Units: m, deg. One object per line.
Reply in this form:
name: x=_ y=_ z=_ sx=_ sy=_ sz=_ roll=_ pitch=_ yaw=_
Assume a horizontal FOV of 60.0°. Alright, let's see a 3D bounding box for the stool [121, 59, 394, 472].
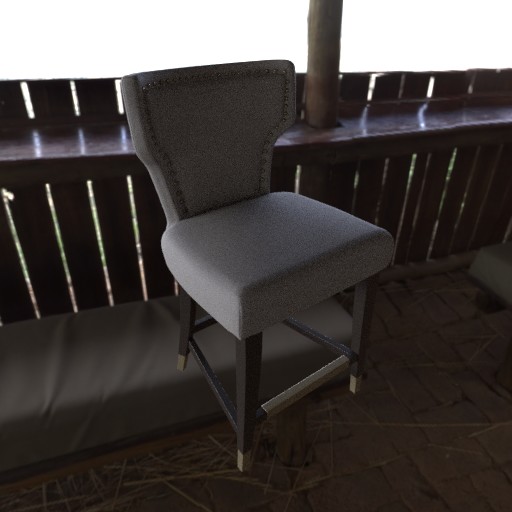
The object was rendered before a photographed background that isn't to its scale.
stool: x=0.000 y=0.000 z=1.275 sx=0.527 sy=0.982 sz=0.563 roll=-21 pitch=37 yaw=-32
